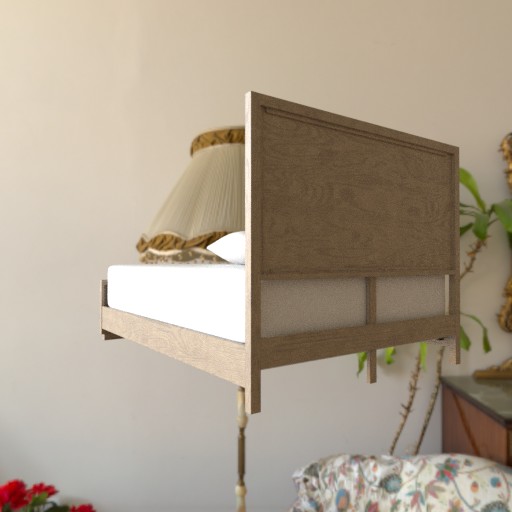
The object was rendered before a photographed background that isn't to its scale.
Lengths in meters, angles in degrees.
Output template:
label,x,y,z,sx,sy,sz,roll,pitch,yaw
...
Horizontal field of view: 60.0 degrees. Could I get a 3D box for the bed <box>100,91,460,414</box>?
label,x,y,z,sx,sy,sz,roll,pitch,yaw
bed,0.000,0.000,3.230,1.606,1.369,2.189,1,-1,-35
